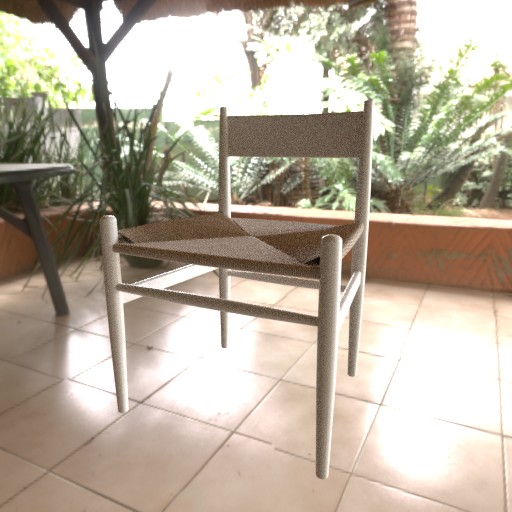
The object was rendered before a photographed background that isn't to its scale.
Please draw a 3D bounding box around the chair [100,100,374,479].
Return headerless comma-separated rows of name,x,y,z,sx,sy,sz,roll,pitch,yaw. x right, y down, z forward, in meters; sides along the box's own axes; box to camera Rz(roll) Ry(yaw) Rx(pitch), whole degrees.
chair,0.000,0.000,1.112,0.556,0.762,0.495,7,15,25
